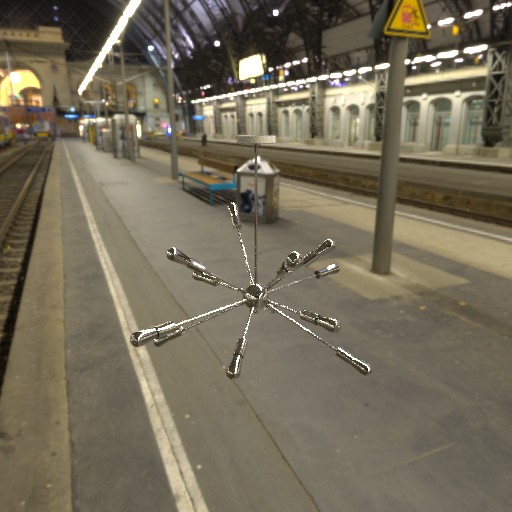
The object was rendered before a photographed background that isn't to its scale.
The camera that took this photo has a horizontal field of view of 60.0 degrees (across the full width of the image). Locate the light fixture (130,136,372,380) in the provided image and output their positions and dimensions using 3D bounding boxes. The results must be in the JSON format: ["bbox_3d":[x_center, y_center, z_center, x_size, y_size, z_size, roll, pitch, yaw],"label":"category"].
[{"bbox_3d":[0.000,0.000,1.065,0.684,0.558,0.509,-15,22,-42],"label":"light fixture"}]
